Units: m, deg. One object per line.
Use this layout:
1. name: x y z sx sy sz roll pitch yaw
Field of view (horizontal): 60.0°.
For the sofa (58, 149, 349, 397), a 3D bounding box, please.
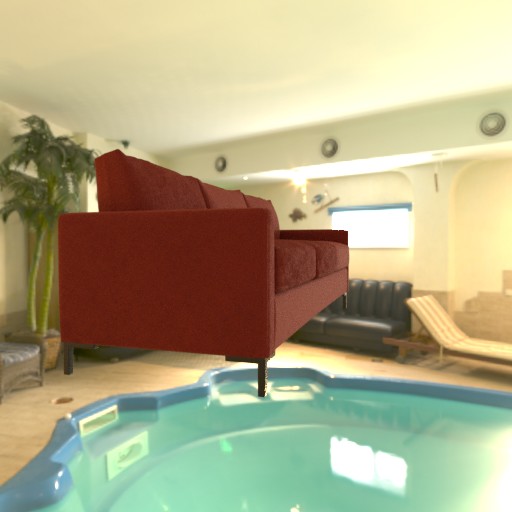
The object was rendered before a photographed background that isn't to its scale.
1. sofa: 0.000 0.000 2.611 0.875 0.879 2.252 0 2 18
